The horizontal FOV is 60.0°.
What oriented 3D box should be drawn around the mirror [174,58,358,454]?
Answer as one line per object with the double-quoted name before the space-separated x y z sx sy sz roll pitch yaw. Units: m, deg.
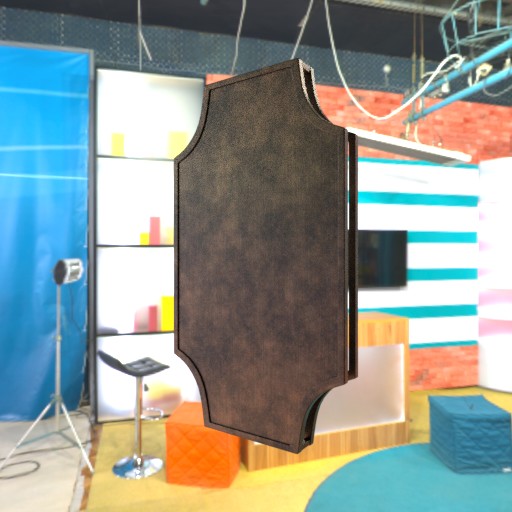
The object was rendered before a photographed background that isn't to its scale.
"mirror" 0.000 0.000 1.006 0.462 0.811 0.066 0 0 35
